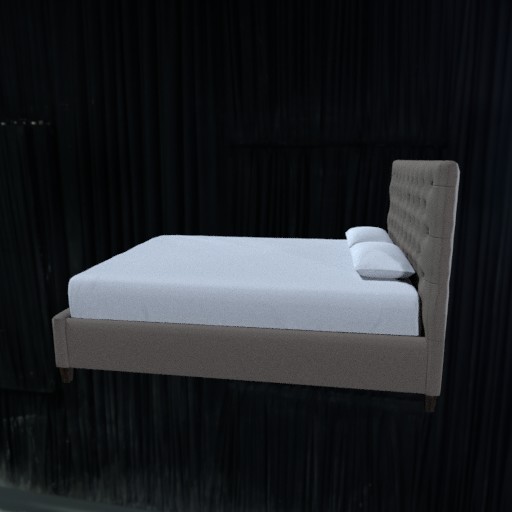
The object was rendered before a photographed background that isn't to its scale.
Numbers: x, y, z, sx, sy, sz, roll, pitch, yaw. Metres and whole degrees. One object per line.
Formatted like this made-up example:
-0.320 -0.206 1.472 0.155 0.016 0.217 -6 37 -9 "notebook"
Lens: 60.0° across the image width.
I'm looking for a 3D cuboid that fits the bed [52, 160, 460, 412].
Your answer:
0.000 0.000 3.377 2.387 1.427 1.698 2 12 9 "bed"
